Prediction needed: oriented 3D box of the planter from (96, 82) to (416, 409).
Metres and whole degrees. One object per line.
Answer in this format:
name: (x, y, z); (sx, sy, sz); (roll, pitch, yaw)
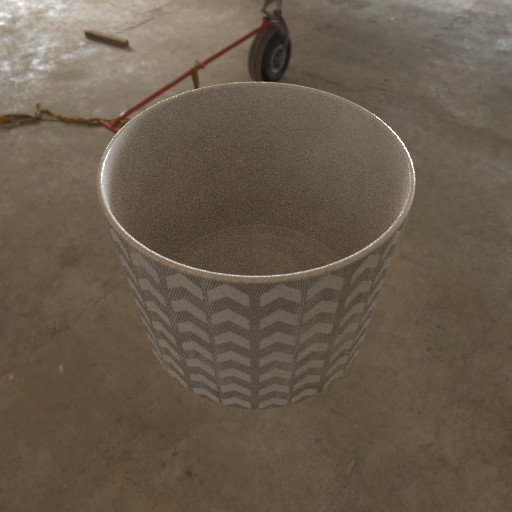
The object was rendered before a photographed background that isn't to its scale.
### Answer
planter: (0.000, 0.000, 0.338); (0.190, 0.181, 0.190); (0, 49, 0)
